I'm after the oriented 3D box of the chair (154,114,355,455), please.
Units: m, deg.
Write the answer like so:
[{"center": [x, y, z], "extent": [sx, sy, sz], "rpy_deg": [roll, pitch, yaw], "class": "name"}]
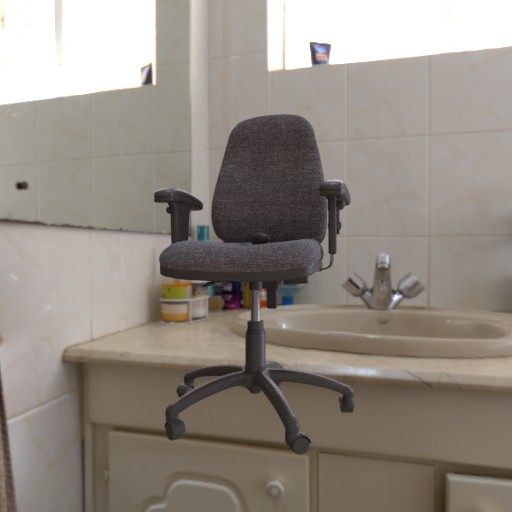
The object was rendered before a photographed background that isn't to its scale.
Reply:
[{"center": [0.000, 0.000, 1.287], "extent": [0.550, 0.910, 0.530], "rpy_deg": [0, 0, 17], "class": "chair"}]
